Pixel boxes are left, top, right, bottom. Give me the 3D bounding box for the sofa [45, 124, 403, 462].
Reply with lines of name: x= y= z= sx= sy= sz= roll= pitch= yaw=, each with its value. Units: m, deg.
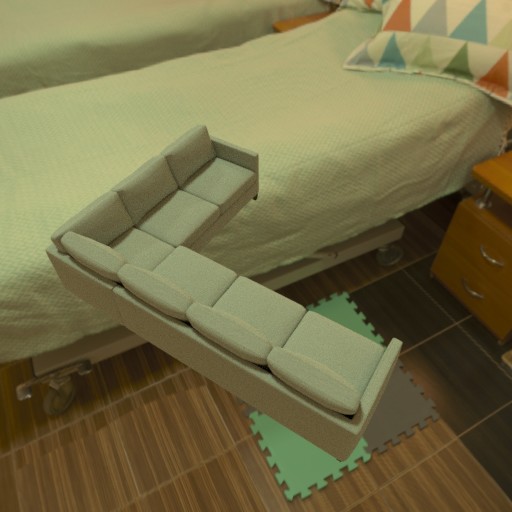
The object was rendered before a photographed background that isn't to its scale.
sofa: x=0.000 y=0.000 z=4.569 sx=3.333 sy=0.934 sz=2.522 roll=25 pitch=53 yaw=21
